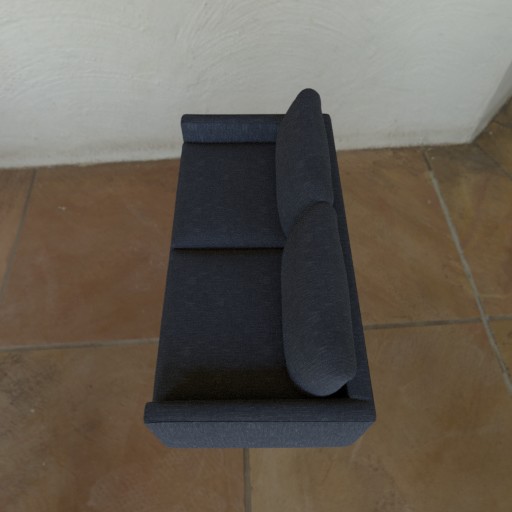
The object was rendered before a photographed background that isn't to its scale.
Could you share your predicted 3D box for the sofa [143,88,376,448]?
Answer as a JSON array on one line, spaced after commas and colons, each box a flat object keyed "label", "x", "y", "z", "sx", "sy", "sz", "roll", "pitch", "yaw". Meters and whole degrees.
[{"label": "sofa", "x": 0.000, "y": 0.000, "z": 2.213, "sx": 0.866, "sy": 0.862, "sz": 1.716, "roll": 0, "pitch": 57, "yaw": 0}]
